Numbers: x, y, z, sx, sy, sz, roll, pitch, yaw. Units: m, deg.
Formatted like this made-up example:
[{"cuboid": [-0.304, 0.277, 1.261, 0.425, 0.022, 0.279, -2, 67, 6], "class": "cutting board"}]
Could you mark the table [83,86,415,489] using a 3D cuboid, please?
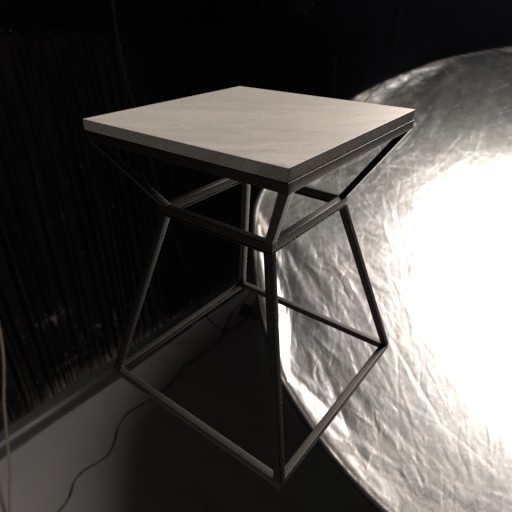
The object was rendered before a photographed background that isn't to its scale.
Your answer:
[{"cuboid": [0.000, 0.000, 0.895, 0.455, 0.559, 0.455, 21, 36, 32], "class": "table"}]
